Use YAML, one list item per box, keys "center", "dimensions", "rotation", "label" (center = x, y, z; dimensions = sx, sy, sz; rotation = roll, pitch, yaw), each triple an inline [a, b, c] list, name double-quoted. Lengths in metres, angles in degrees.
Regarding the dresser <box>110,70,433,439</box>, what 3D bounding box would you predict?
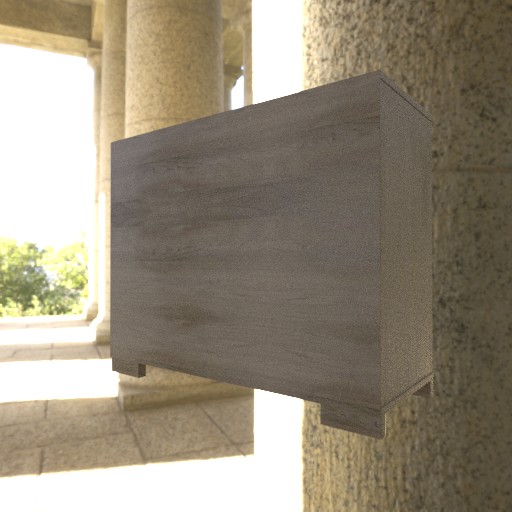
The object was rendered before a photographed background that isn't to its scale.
- center: [0.000, 0.000, 1.435]
  dimensions: [0.994, 0.816, 0.404]
  rotation: [0, -1, 37]
  label: "dresser"
